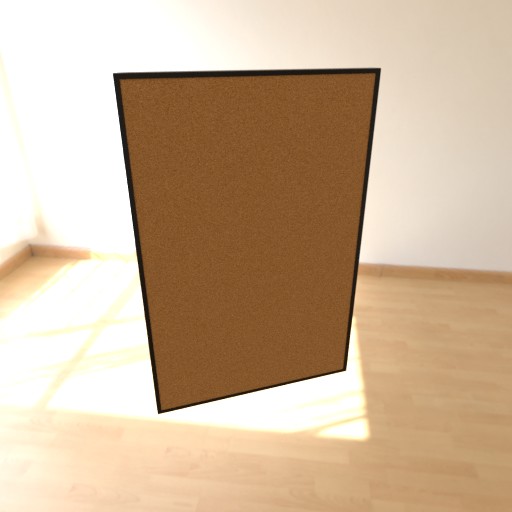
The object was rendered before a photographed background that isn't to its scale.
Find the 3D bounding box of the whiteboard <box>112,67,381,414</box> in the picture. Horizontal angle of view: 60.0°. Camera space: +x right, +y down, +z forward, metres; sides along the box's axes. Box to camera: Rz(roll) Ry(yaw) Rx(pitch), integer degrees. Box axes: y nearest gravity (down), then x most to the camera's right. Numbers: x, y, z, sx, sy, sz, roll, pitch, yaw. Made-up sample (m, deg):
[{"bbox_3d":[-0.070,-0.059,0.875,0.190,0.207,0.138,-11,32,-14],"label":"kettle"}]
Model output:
[{"bbox_3d":[0.000,0.000,0.786,0.406,0.611,0.026,-8,27,-16],"label":"whiteboard"}]
